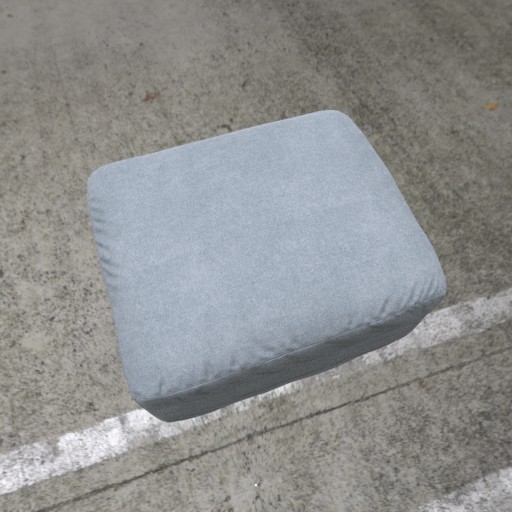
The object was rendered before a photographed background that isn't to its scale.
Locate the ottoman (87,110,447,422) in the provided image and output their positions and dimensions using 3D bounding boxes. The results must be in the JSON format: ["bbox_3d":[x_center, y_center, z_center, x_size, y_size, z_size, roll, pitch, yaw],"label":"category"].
[{"bbox_3d":[0.000,0.000,1.286,0.837,0.481,0.683,-17,64,-9],"label":"ottoman"}]
